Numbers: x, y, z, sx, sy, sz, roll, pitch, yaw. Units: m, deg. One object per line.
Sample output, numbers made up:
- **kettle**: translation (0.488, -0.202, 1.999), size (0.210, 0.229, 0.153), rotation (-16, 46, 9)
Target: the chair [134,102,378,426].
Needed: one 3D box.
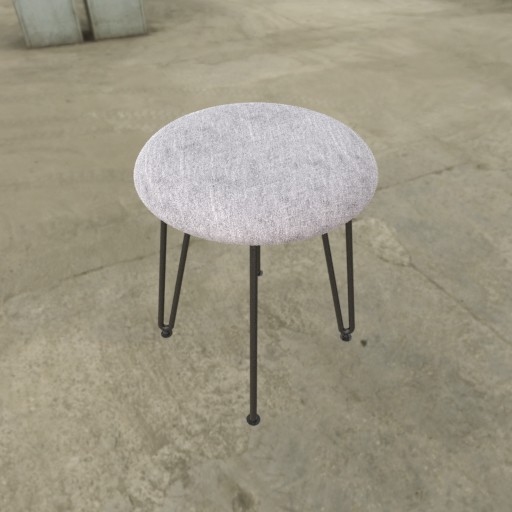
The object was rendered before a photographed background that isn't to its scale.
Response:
- **chair**: translation (0.000, 0.000, 0.677), size (0.350, 0.386, 0.350), rotation (1, 42, 1)
